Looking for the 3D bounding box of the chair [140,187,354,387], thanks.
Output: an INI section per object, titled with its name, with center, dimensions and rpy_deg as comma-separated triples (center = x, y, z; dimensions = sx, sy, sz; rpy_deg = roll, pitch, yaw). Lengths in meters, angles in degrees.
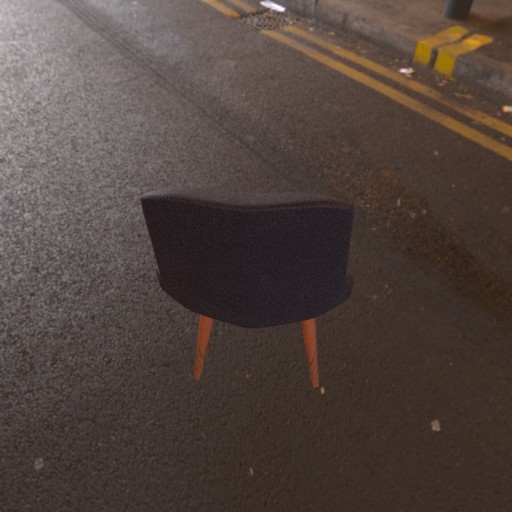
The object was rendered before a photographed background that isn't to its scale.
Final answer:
[chair]
center = 0.000, 0.000, 1.172
dimensions = 0.504, 0.820, 0.567
rpy_deg = 3, 47, 3
